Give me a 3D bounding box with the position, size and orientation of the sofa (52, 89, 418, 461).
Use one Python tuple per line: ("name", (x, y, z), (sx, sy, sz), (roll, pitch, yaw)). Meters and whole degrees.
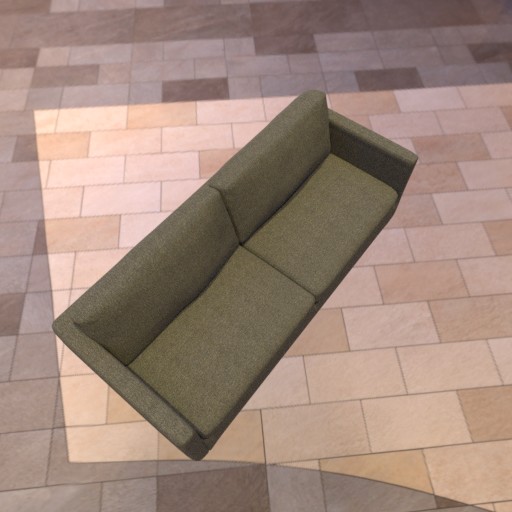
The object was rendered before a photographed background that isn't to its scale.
("sofa", (0.000, 0.000, 2.741), (0.948, 0.965, 2.208), (34, 65, 18))
